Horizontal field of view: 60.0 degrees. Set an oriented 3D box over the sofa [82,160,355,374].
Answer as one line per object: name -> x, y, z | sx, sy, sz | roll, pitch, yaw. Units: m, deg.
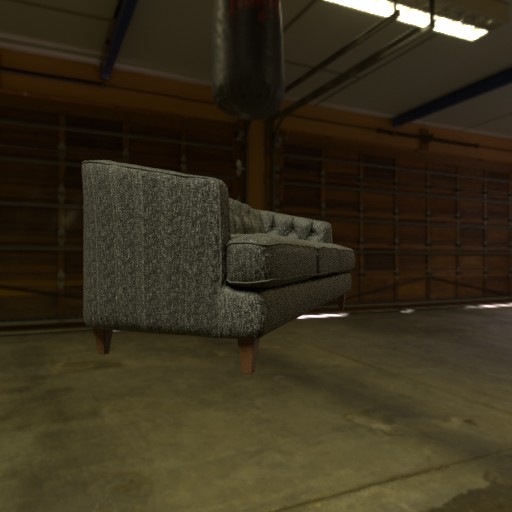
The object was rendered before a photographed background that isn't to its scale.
sofa -> 0.000, 0.000, 2.719 | 0.941, 0.855, 2.278 | 0, 0, 20
